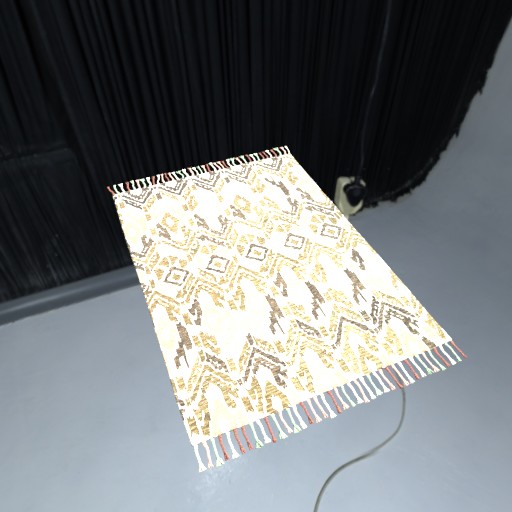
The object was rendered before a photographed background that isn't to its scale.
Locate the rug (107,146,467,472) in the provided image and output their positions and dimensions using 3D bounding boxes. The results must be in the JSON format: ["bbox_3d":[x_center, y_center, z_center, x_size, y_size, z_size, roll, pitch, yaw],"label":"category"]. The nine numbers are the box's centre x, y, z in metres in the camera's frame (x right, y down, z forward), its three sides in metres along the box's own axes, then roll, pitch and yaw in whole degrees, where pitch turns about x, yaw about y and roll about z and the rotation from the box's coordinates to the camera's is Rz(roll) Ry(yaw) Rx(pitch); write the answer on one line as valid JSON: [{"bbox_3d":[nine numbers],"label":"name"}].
[{"bbox_3d":[0.000,0.000,2.295,1.219,0.008,1.829,-17,47,-16],"label":"rug"}]
